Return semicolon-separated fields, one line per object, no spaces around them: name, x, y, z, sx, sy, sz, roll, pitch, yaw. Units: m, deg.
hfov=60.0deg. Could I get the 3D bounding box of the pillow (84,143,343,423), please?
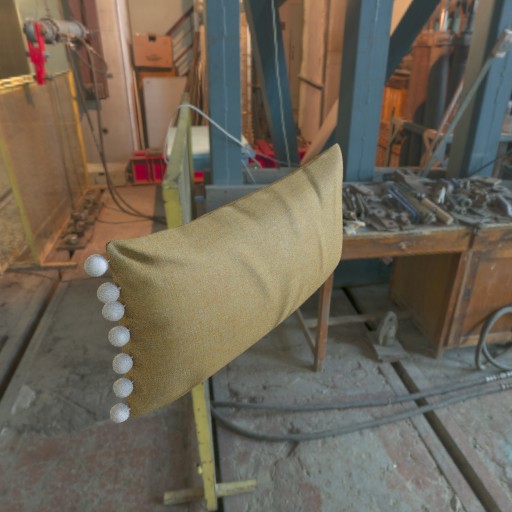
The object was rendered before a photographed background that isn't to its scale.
pillow;0.000;0.000;0.862;0.201;0.322;0.709;18;31;32
